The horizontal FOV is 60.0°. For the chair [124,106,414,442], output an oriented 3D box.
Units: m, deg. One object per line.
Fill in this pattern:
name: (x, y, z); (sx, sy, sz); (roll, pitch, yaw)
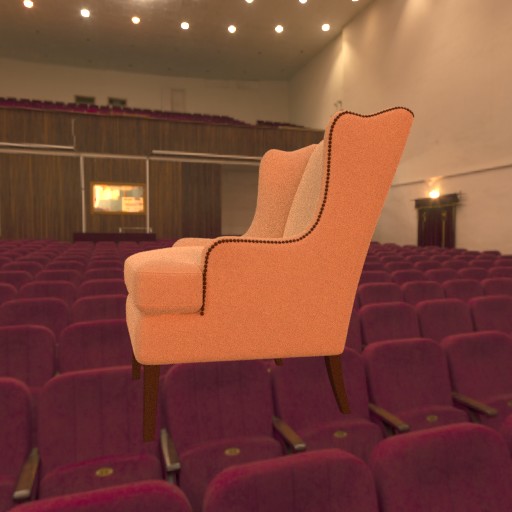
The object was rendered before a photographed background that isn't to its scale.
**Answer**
chair: (0.000, 0.000, 1.674); (0.940, 1.029, 0.737); (-1, 2, -18)
